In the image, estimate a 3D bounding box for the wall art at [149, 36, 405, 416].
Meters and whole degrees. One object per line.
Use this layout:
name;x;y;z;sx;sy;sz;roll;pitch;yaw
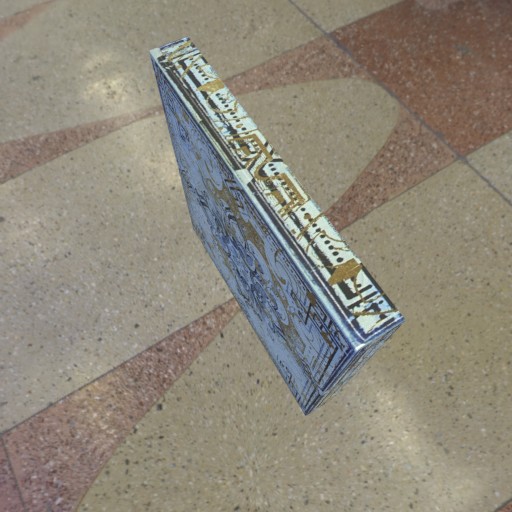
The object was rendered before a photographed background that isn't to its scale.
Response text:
wall art;0.000;0.000;0.463;0.038;0.306;0.302;-27;66;-13
